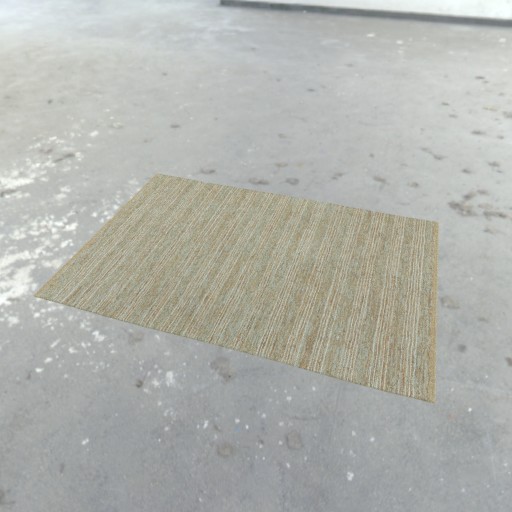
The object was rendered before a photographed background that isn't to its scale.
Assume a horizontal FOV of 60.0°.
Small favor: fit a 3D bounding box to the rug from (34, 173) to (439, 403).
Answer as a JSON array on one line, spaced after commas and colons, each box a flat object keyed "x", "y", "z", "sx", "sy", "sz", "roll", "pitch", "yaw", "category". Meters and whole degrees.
[{"x": 0.000, "y": 0.000, "z": 2.337, "sx": 1.824, "sy": 0.010, "sz": 1.240, "roll": 12, "pitch": 41, "yaw": 14, "category": "rug"}]
